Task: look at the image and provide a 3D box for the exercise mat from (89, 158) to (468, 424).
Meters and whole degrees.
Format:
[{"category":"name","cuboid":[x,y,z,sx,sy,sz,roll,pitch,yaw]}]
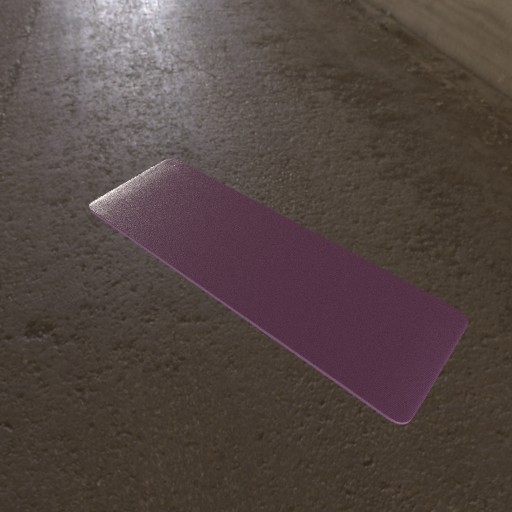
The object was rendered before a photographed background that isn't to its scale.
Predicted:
[{"category":"exercise mat","cuboid":[0.000,0.000,2.116,1.869,0.021,0.616,31,54,26]}]
